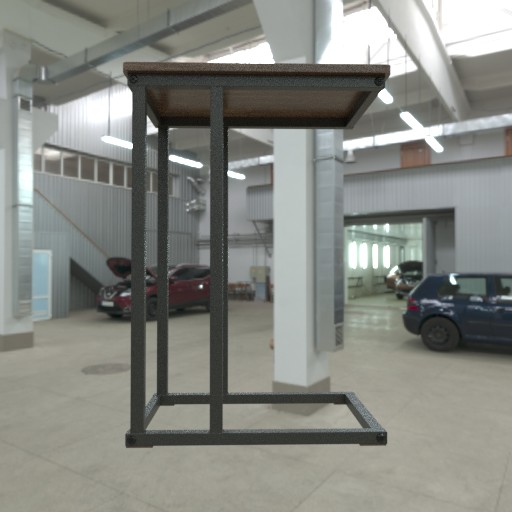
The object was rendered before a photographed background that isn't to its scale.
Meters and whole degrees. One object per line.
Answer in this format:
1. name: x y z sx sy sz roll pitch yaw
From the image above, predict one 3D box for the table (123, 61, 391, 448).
1. table: 0.000 0.000 0.857 0.450 0.637 0.254 0 -1 -1
